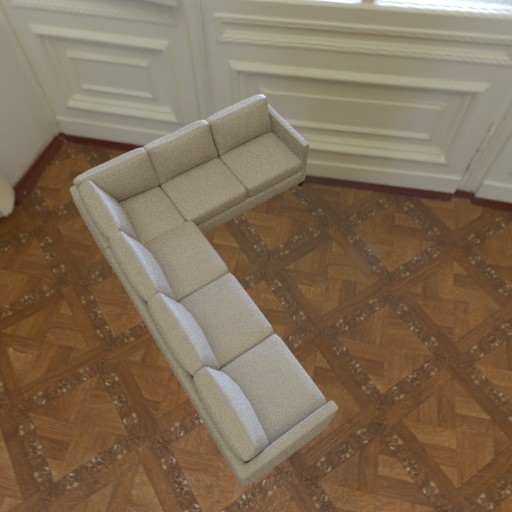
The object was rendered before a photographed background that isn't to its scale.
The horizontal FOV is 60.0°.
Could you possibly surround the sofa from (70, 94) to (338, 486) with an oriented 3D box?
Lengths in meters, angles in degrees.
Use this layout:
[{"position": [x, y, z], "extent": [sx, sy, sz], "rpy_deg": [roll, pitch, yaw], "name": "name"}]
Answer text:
[{"position": [0.000, 0.000, 4.454], "extent": [2.522, 0.934, 3.333], "rpy_deg": [-30, 63, -17], "name": "sofa"}]
